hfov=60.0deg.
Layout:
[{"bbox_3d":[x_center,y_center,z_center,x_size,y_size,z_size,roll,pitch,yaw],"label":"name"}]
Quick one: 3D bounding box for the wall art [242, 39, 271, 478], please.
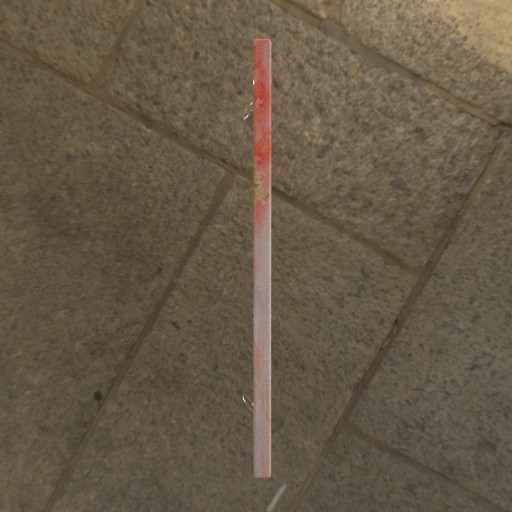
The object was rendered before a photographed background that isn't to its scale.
[{"bbox_3d":[0.000,0.000,1.321,0.066,0.878,0.878,0,91,0],"label":"wall art"}]
